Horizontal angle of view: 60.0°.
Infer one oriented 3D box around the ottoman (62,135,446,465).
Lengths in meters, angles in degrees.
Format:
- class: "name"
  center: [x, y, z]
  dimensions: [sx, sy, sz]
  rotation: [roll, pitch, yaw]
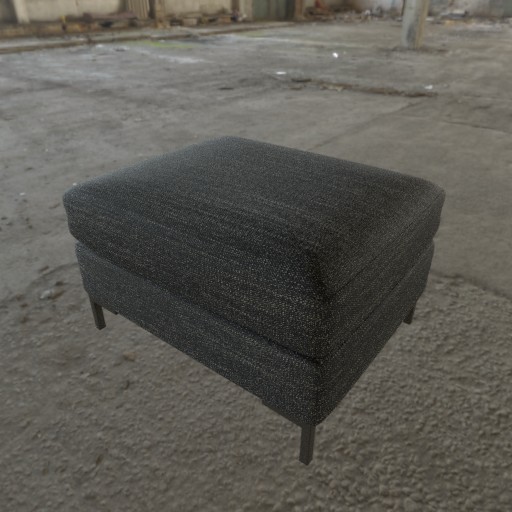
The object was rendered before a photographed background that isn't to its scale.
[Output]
- class: "ottoman"
  center: [0.000, 0.000, 1.251]
  dimensions: [0.814, 0.491, 0.667]
  rotation: [21, 37, 32]
